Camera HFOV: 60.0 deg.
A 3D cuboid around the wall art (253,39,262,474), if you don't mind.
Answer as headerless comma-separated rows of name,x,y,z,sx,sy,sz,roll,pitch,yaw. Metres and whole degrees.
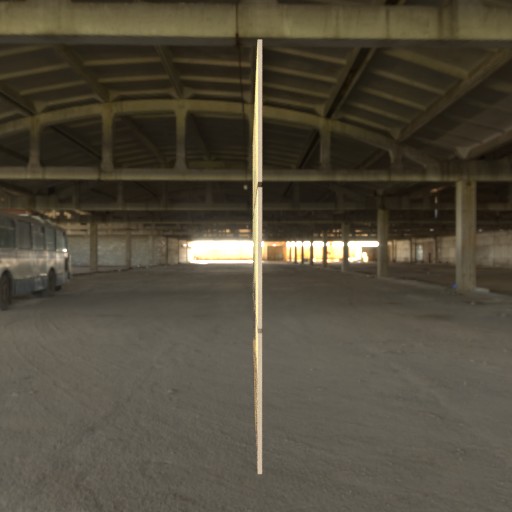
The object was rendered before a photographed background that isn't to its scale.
wall art,0.000,0.000,1.851,0.013,1.218,1.219,0,0,-1
